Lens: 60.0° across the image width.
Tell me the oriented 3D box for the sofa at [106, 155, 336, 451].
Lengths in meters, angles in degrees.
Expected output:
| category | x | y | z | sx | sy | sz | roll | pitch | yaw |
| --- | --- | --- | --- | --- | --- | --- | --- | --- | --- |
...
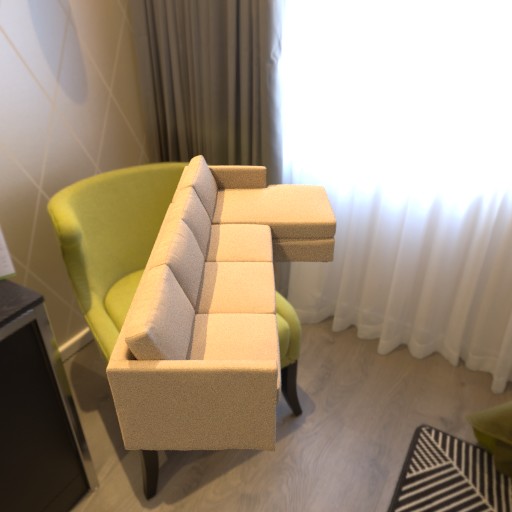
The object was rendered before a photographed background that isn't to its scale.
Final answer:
| category | x | y | z | sx | sy | sz | roll | pitch | yaw |
| --- | --- | --- | --- | --- | --- | --- | --- | --- | --- |
| sofa | 0.000 | 0.000 | 3.849 | 1.622 | 0.871 | 3.206 | 0 | 31 | 0 |
